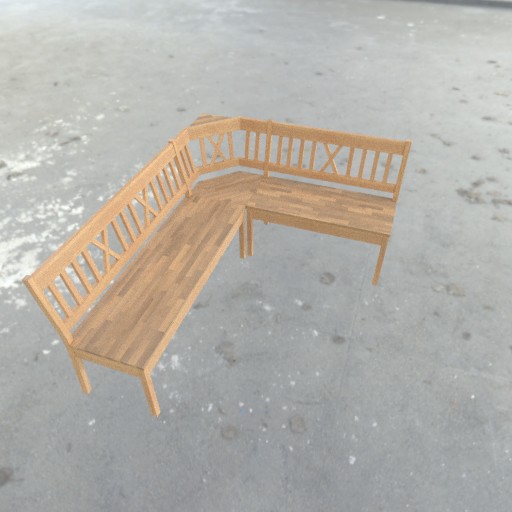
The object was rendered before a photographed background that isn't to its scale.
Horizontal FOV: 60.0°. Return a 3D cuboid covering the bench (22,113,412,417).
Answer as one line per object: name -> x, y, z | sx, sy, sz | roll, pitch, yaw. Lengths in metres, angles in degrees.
bench -> 0.000, 0.000, 2.764 | 1.537, 0.902, 1.937 | 13, 43, 14
